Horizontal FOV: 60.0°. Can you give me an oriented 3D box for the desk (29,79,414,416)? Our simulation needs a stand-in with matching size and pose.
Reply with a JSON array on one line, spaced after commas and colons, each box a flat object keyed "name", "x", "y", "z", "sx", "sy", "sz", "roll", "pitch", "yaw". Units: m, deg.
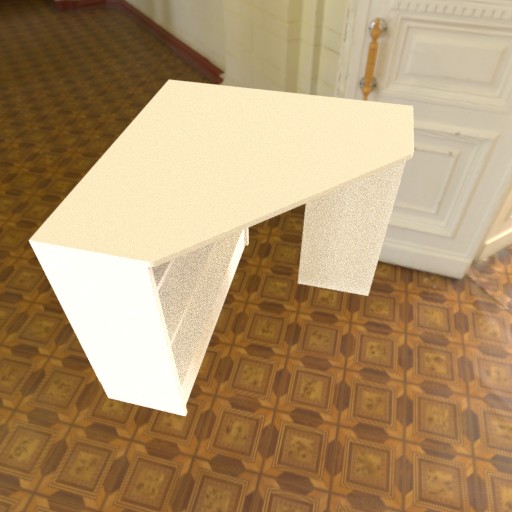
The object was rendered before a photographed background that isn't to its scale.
[{"name": "desk", "x": 0.000, "y": 0.000, "z": 1.627, "sx": 0.926, "sy": 0.818, "sz": 0.940, "roll": 10, "pitch": 46, "yaw": 9}]
